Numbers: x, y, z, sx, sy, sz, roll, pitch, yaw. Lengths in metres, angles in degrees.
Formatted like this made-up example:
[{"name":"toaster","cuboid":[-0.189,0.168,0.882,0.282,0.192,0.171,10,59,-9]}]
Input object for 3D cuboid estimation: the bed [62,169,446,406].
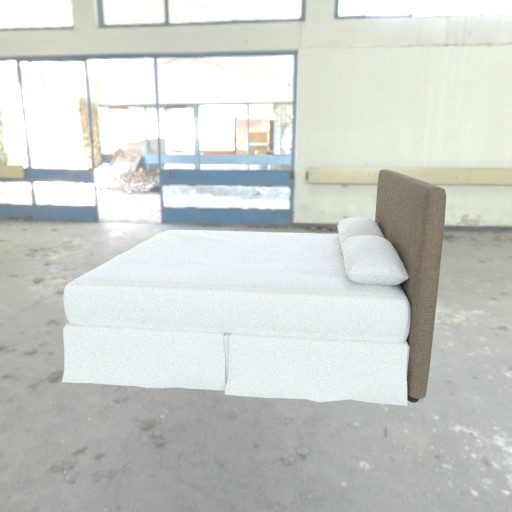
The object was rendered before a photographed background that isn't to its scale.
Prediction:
[{"name":"bed","cuboid":[0.000,0.000,3.595,2.341,1.317,2.119,2,14,8]}]
